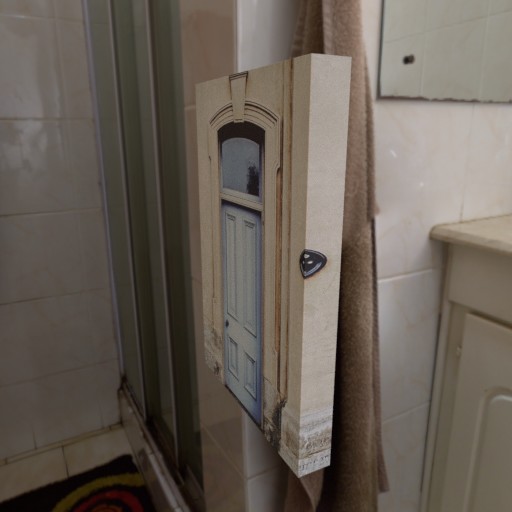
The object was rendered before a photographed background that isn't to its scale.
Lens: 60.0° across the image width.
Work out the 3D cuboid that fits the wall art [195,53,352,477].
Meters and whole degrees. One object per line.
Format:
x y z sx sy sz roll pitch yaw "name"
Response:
0.000 0.000 0.498 0.038 0.381 0.254 -8 17 -26 "wall art"
